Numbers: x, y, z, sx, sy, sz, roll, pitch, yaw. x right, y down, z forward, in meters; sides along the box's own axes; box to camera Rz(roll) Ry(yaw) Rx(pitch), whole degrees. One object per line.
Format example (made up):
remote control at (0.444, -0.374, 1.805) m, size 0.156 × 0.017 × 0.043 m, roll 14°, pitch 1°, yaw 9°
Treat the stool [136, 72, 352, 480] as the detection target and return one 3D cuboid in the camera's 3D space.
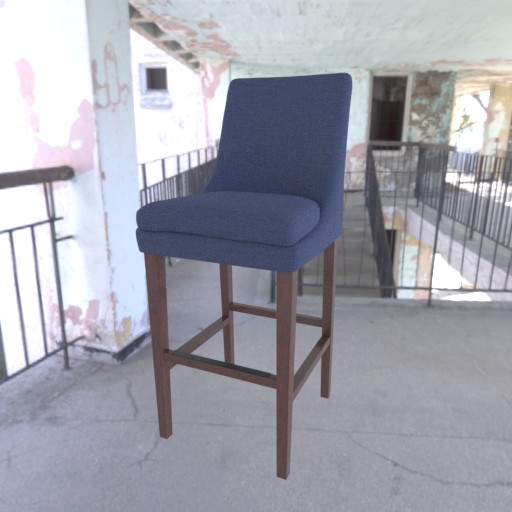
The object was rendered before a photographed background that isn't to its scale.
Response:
stool at (0.000, 0.000, 1.358) m, size 0.470 × 1.078 × 0.577 m, roll 7°, pitch 17°, yaw 24°
